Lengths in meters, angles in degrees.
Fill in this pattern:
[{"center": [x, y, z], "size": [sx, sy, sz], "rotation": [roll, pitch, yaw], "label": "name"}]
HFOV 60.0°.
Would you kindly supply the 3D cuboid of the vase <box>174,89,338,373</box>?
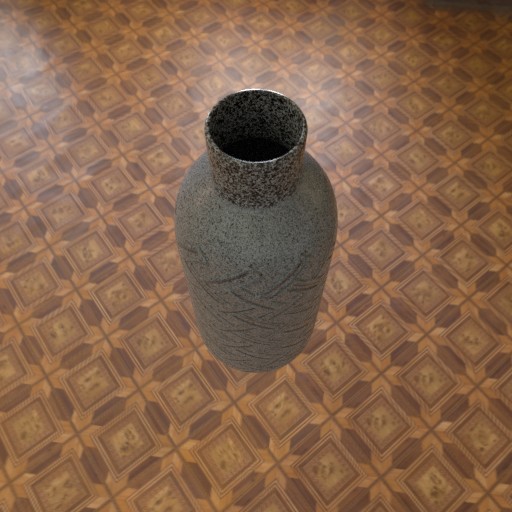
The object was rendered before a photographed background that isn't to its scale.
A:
[{"center": [0.000, 0.000, 0.344], "size": [0.122, 0.282, 0.122], "rotation": [0, 63, 0], "label": "vase"}]
